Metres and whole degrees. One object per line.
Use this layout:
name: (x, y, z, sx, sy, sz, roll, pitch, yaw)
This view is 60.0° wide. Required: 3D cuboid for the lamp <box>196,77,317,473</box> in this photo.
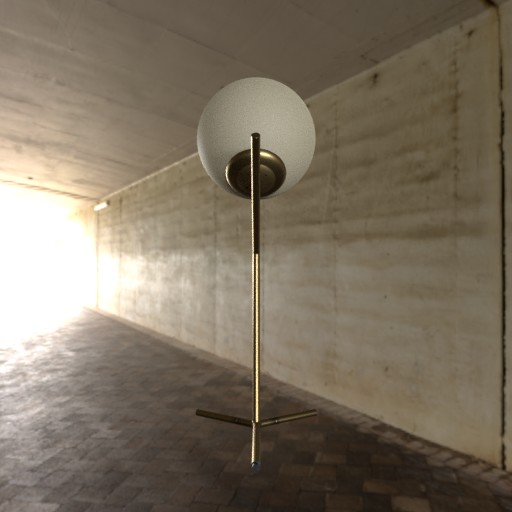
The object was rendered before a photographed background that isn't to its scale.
lamp: (0.000, 0.000, 0.667, 0.210, 0.552, 0.251, 0, -1, 0)
